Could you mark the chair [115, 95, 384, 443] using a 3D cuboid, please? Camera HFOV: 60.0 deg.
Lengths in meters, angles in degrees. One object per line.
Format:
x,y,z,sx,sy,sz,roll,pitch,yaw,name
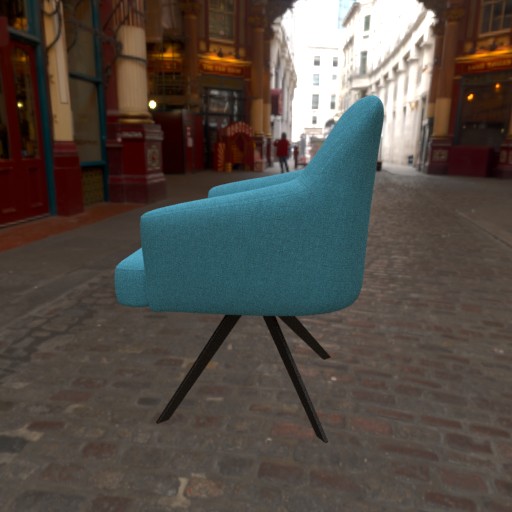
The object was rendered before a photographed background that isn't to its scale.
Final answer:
0.000,0.000,1.336,0.677,0.874,0.642,3,15,10,chair
